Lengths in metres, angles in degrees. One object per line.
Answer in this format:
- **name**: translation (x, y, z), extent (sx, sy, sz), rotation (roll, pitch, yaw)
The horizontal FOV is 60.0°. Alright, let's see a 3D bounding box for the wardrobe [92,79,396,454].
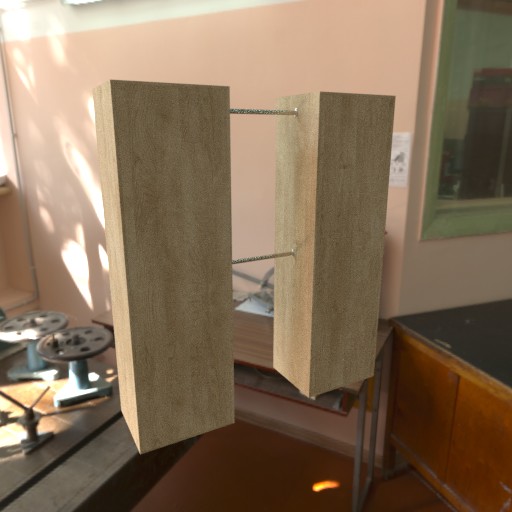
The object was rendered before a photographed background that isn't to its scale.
- **wardrobe**: translation (0.000, 0.000, 2.881), extent (1.770, 2.000, 0.480), rotation (-8, 17, -28)
